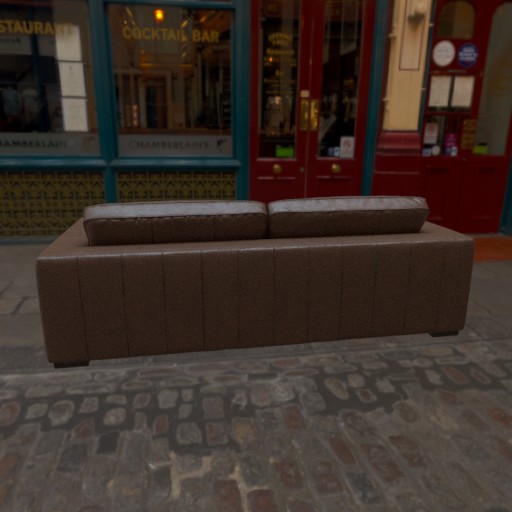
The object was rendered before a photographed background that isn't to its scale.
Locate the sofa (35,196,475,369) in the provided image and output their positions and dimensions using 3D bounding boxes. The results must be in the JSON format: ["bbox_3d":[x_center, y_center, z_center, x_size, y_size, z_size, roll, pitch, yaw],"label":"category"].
[{"bbox_3d":[0.000,0.000,2.749,2.262,0.801,1.070,-3,16,-10],"label":"sofa"}]
